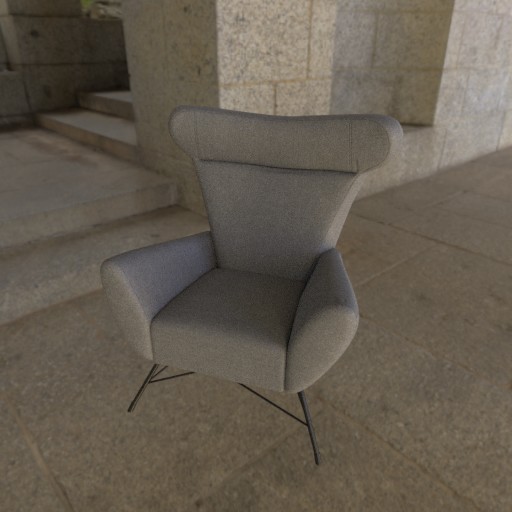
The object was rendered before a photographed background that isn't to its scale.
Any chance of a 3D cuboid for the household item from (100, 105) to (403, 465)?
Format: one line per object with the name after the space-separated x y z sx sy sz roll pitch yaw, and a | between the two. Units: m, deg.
0.000 0.000 1.763 0.980 1.050 0.900 8 27 17 | household item
